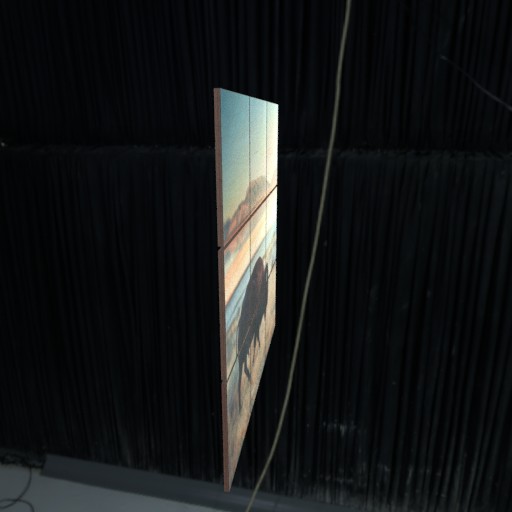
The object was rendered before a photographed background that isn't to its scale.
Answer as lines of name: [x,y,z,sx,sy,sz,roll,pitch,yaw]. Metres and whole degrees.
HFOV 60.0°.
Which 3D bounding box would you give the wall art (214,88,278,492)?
wall art: [0.000,0.000,1.355,0.018,0.904,0.906,3,17,9]
